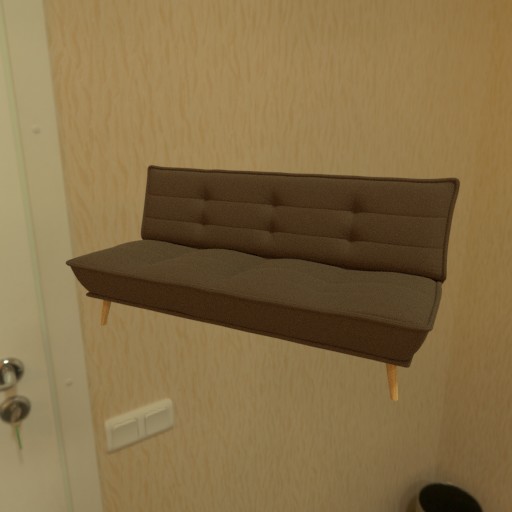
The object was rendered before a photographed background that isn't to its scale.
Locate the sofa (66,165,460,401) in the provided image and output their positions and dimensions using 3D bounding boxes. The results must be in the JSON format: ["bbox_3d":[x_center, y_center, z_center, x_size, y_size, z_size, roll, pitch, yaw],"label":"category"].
[{"bbox_3d":[0.000,0.000,2.451,1.940,0.890,0.950,8,18,26],"label":"sofa"}]
